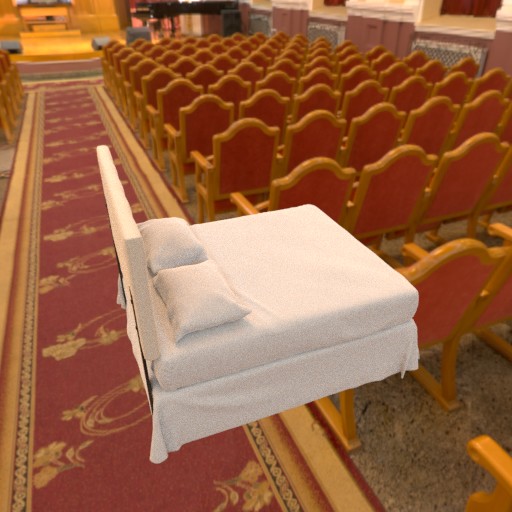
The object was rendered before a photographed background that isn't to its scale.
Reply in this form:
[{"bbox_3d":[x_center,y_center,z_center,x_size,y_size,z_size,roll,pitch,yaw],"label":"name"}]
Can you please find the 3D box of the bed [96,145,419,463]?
[{"bbox_3d":[0.000,0.000,3.558,2.222,1.577,1.936,-12,33,-19],"label":"bed"}]
